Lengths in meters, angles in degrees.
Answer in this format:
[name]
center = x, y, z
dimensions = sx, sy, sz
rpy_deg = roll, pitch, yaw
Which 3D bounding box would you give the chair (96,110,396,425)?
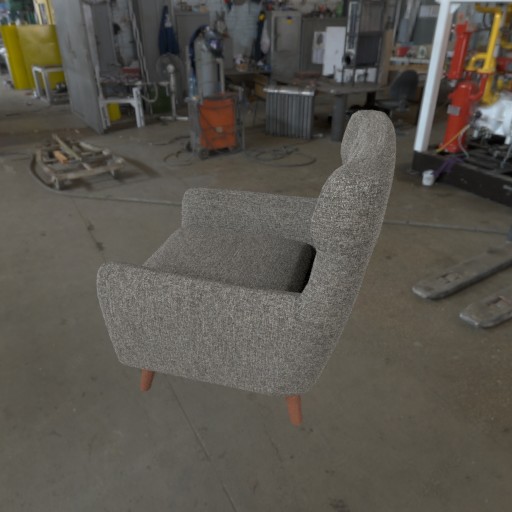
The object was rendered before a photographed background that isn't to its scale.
[chair]
center = 0.000, 0.000, 1.770
dimensions = 0.940, 1.039, 0.889
rpy_deg = 8, 30, 13
